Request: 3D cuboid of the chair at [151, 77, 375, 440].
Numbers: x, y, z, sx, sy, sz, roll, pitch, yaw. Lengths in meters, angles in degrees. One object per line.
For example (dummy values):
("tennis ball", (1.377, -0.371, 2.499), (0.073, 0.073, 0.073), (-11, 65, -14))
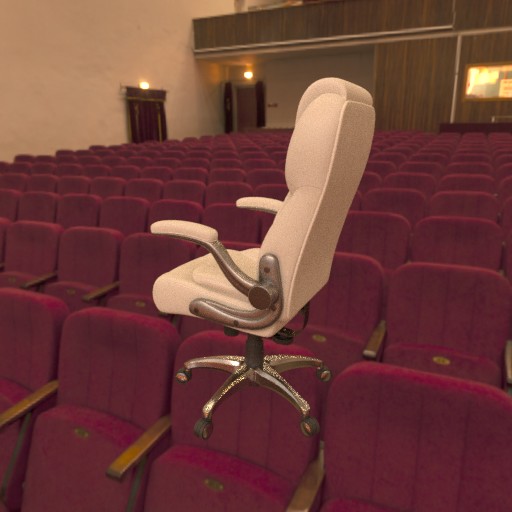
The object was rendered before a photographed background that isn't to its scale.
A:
("chair", (0.000, 0.000, 1.845), (0.806, 1.330, 0.755), (7, 17, 25))
